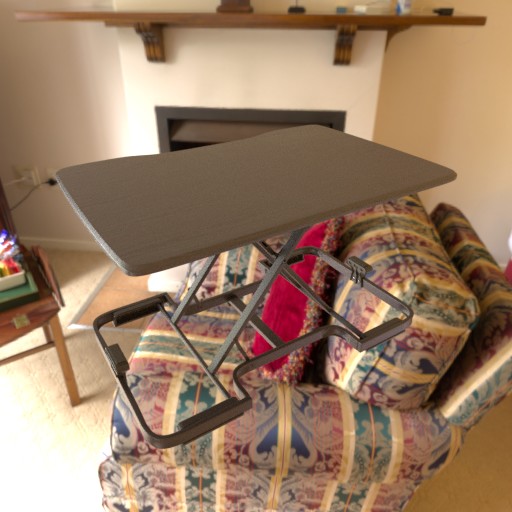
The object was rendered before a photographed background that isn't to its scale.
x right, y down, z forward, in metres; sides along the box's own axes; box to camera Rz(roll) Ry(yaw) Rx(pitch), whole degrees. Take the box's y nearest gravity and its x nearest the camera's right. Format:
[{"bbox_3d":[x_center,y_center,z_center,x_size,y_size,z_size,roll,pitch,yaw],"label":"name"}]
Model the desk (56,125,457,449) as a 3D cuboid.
[{"bbox_3d":[0.000,0.000,1.163,0.820,0.470,0.546,-18,35,-28],"label":"desk"}]
